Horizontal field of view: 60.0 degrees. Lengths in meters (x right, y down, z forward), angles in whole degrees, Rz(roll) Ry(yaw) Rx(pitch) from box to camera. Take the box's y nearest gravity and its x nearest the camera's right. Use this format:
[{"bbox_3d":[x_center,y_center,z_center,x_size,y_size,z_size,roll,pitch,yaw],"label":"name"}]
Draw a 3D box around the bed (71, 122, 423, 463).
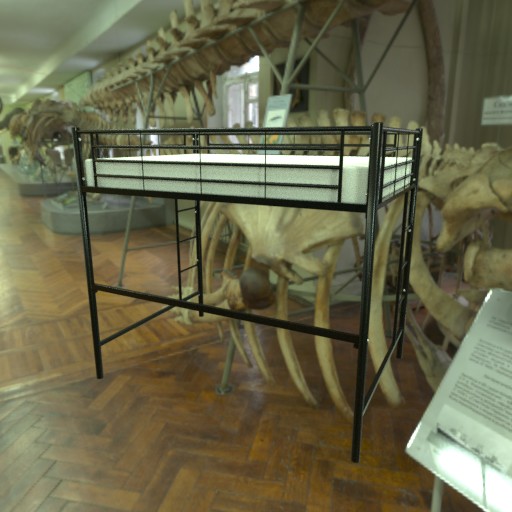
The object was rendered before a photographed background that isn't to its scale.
[{"bbox_3d":[0.000,0.000,3.245,1.994,1.803,1.397,7,16,26],"label":"bed"}]
